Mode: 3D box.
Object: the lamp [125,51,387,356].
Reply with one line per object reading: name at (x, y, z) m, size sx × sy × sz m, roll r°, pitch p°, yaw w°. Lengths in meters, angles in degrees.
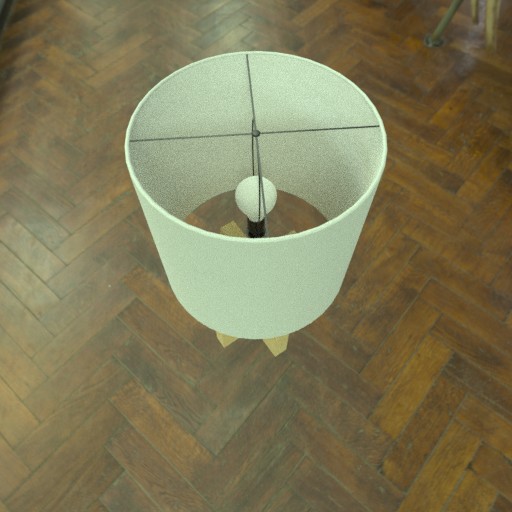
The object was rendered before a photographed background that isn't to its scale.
lamp at (0.000, 0.000, 0.572) m, size 0.229 × 0.428 × 0.229 m, roll -31°, pitch 64°, yaw -17°
